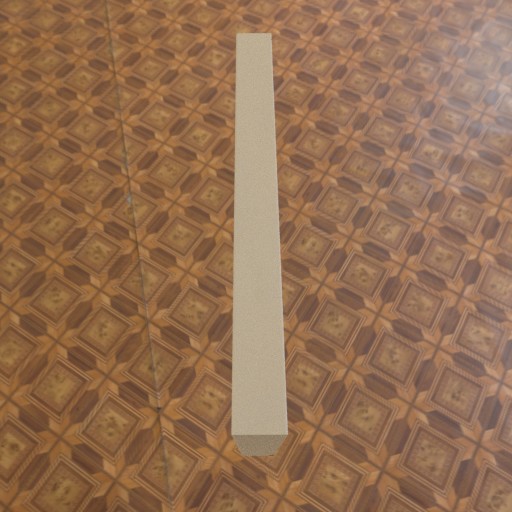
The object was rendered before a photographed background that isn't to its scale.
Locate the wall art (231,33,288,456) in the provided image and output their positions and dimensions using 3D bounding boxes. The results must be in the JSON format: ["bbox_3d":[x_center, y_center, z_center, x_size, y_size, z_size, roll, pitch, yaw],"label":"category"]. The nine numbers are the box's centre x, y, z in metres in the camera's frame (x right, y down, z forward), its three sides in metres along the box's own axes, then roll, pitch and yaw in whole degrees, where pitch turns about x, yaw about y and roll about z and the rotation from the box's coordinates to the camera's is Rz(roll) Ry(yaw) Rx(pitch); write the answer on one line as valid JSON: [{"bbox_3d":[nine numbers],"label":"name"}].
[{"bbox_3d":[0.000,0.000,0.481,0.039,0.254,0.384,0,63,0],"label":"wall art"}]
